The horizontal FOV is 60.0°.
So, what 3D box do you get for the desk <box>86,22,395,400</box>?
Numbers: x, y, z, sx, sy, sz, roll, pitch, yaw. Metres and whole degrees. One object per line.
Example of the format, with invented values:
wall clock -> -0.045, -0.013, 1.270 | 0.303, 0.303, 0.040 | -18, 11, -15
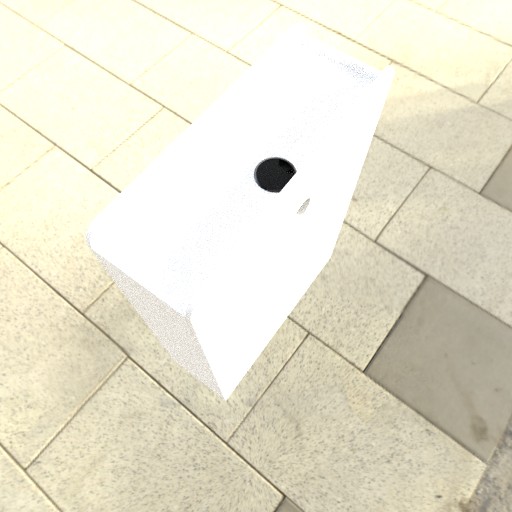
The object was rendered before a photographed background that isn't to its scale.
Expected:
desk -> 0.000, 0.000, 1.503 | 0.278, 1.190, 0.795 | 33, 69, 15
